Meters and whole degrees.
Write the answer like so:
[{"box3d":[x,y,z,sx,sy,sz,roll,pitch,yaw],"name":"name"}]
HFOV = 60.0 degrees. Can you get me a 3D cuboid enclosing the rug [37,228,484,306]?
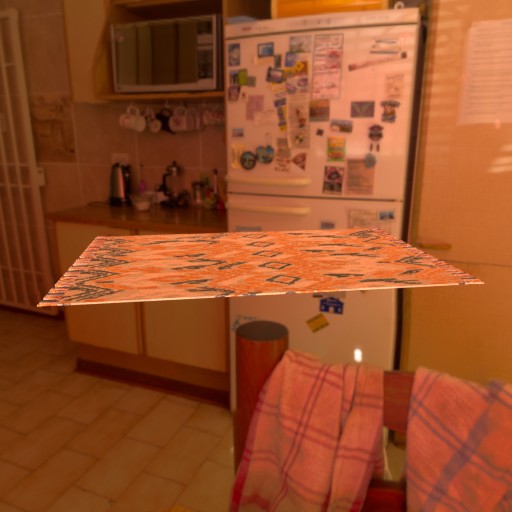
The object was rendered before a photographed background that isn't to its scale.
[{"box3d":[0.000,0.000,3.093,2.428,0.010,1.533,-2,16,-8],"name":"rug"}]
